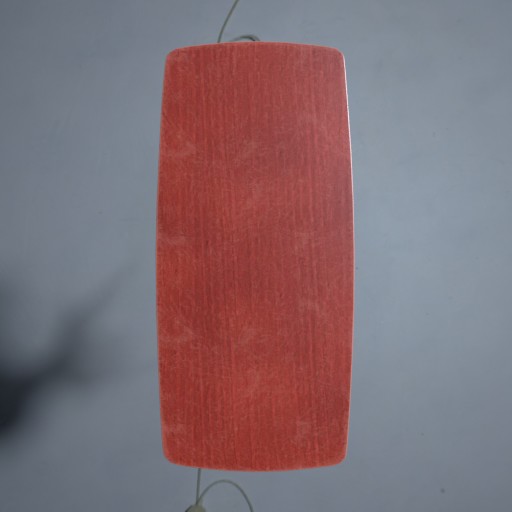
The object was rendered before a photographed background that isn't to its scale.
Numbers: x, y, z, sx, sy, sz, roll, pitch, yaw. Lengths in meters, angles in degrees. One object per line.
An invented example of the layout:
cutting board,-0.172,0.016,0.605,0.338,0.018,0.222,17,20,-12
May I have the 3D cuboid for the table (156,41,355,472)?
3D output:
table,0.000,0.000,1.487,0.561,0.473,1.216,0,88,1
